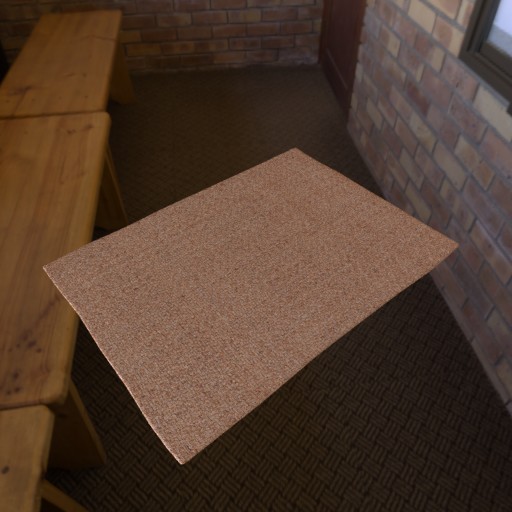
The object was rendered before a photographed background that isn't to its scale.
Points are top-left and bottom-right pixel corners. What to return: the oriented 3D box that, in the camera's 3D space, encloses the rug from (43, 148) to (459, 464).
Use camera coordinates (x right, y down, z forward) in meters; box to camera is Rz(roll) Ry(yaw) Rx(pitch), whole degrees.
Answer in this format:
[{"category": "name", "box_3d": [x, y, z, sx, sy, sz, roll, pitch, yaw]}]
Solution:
[{"category": "rug", "box_3d": [0.000, 0.000, 2.787, 2.141, 0.013, 1.566, -31, 53, -27]}]
